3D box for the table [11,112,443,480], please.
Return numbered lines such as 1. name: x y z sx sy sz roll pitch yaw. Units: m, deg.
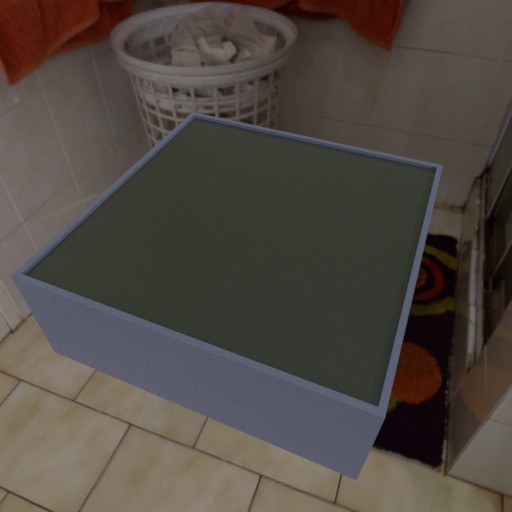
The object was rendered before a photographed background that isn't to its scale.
1. table: 0.000 0.000 1.203 0.801 0.299 0.801 17 47 16
